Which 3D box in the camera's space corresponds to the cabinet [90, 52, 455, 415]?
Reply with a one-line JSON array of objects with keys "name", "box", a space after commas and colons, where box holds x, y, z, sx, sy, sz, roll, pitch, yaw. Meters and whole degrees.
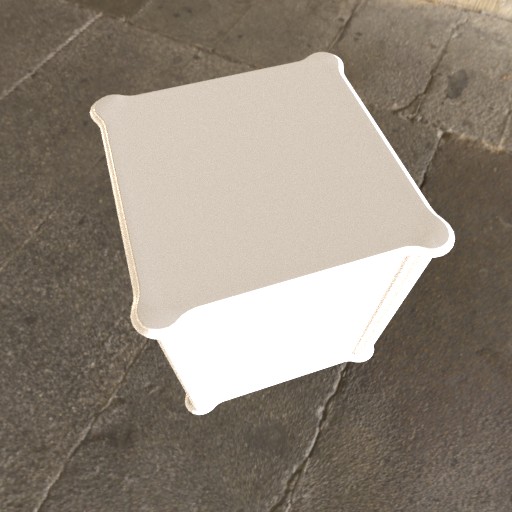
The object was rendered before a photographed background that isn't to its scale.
[{"name": "cabinet", "box": [0.000, 0.000, 1.252, 0.628, 0.761, 0.627, -15, 60, -9]}]
